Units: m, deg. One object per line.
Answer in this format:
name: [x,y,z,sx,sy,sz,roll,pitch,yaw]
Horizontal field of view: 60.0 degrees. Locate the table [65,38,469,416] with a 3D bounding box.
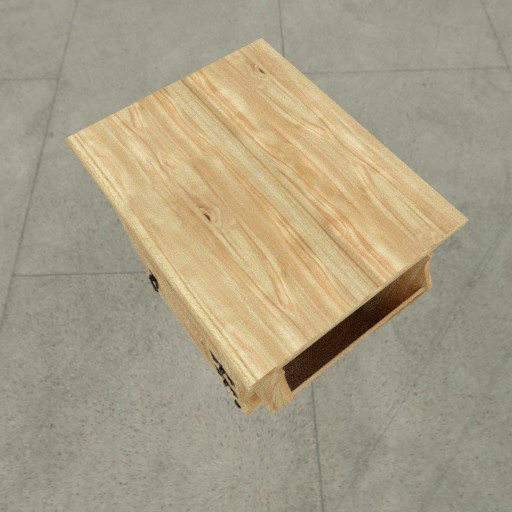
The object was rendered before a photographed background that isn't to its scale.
table: [0.000,0.000,0.872,0.380,0.515,0.530,-34,68,-16]
